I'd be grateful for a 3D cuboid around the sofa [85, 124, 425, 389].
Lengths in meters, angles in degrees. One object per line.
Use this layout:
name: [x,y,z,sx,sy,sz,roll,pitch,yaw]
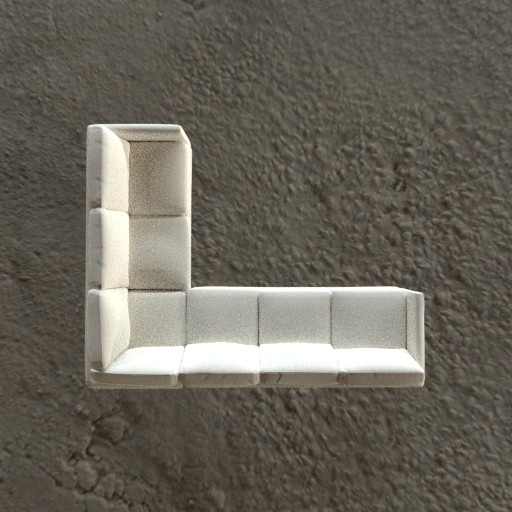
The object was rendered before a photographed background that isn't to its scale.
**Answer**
sofa: [0.000,0.000,4.519,3.302,0.947,2.593,0,89,0]
